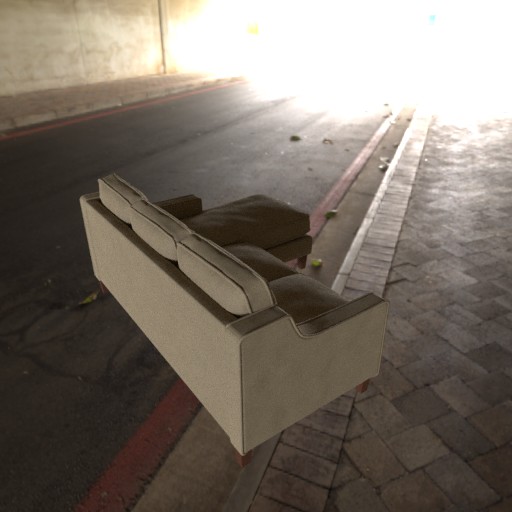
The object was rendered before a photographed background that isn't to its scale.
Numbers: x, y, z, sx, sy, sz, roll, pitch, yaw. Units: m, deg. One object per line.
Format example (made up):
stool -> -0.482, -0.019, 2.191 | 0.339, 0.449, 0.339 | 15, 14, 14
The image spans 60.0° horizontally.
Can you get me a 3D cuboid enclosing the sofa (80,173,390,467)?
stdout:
sofa -> 0.000, 0.000, 3.364 | 1.858, 1.066, 2.317 | -18, 32, -32
